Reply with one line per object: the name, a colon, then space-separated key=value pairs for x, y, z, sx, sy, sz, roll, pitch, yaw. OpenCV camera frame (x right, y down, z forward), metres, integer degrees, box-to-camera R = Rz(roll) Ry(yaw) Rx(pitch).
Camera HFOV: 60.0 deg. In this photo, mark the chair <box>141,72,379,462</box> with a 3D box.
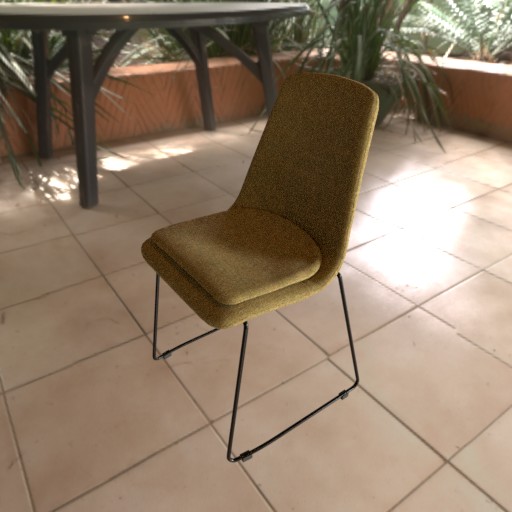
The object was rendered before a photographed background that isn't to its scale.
chair: x=0.000 y=0.000 z=1.169 sx=0.496 sy=0.849 sz=0.479 roll=-21 pitch=37 yaw=-30
